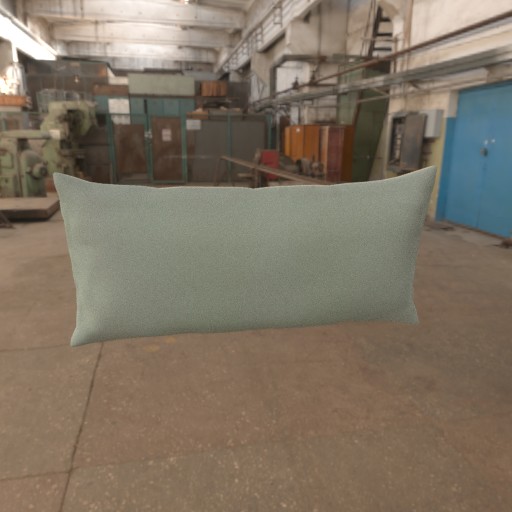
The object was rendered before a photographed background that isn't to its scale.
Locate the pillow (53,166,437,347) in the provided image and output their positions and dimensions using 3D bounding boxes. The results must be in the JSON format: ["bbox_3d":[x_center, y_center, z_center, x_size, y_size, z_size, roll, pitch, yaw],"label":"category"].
[{"bbox_3d":[0.000,0.000,0.732,0.610,0.287,0.151,-3,15,-9],"label":"pillow"}]
